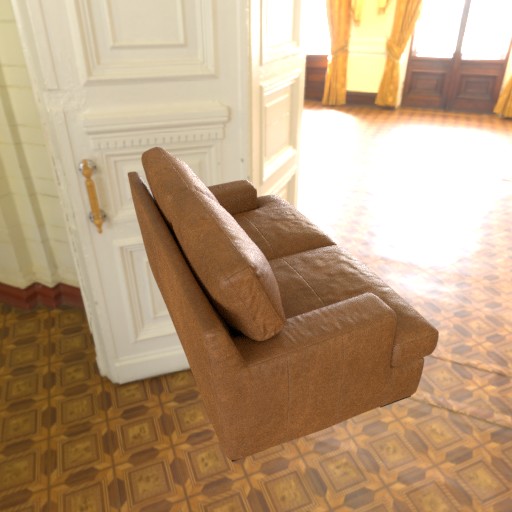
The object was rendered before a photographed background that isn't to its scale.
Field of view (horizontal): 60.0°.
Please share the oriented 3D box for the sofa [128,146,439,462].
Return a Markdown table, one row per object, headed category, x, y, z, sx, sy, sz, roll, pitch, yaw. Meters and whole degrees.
| category | x | y | z | sx | sy | sz | roll | pitch | yaw |
| --- | --- | --- | --- | --- | --- | --- | --- | --- | --- |
| sofa | 0.000 | 0.000 | 2.580 | 1.144 | 0.966 | 1.880 | -12 | 32 | -19 |
